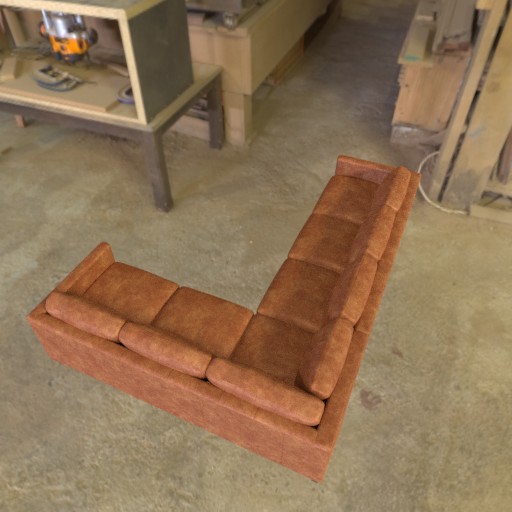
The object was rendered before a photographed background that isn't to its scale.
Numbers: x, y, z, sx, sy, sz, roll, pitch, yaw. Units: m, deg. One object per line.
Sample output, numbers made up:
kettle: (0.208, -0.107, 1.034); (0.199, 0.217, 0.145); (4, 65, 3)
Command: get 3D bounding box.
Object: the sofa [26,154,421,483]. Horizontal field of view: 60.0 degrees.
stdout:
sofa: (0.000, 0.000, 4.203); (2.438, 0.838, 3.167); (18, 48, 17)
